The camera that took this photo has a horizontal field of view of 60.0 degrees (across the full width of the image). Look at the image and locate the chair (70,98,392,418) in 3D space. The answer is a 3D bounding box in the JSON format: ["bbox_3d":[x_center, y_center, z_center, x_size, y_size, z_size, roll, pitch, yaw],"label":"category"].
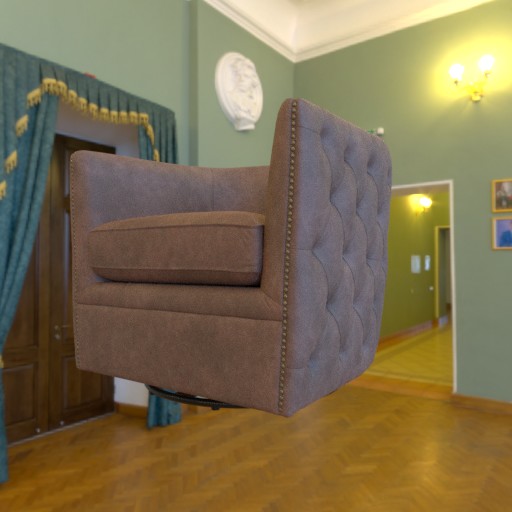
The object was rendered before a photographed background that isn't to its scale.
[{"bbox_3d":[0.000,0.000,1.479,0.850,0.790,0.870,-1,-1,35],"label":"chair"}]
